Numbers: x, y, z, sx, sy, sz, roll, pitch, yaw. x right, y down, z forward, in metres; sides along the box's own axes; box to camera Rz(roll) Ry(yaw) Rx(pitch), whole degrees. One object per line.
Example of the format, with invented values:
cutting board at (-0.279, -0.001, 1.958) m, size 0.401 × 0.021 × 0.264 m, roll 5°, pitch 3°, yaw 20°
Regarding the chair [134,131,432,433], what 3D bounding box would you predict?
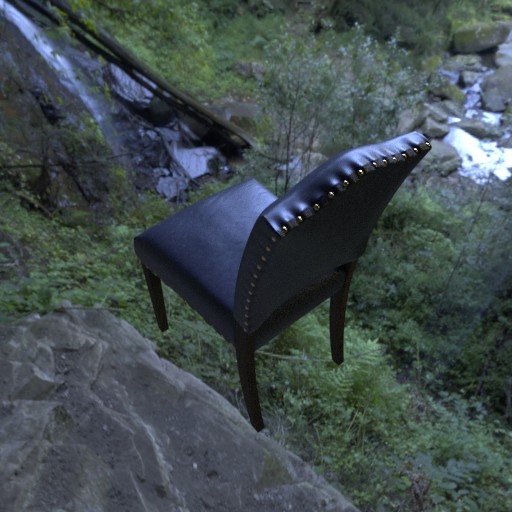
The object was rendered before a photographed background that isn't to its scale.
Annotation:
chair at (0.000, 0.000, 1.313) m, size 0.500 × 0.991 × 0.633 m, roll -31°, pitch 54°, yaw -26°
